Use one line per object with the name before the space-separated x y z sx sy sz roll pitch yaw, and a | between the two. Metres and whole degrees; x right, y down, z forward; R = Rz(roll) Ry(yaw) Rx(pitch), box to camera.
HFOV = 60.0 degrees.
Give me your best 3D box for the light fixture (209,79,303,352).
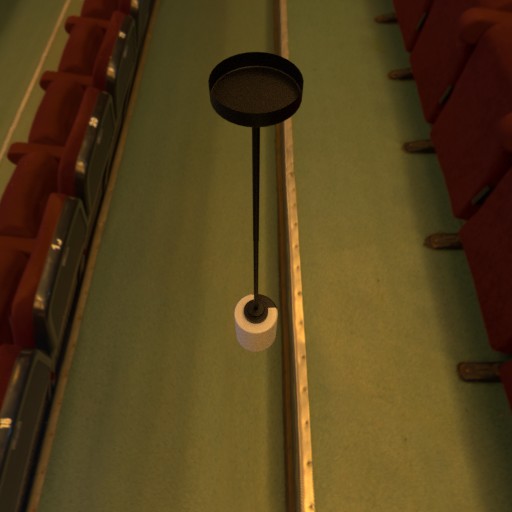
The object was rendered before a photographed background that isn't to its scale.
light fixture | 0.000 0.000 0.940 0.123 0.863 0.123 0 58 0
